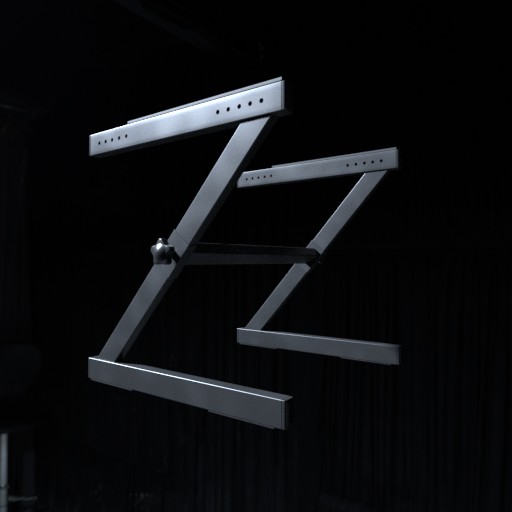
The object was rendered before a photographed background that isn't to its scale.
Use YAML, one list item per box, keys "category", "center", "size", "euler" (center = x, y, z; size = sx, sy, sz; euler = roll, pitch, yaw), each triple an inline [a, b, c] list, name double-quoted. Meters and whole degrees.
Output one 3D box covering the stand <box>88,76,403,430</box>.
- category: "stand"
  center: [0.000, 0.000, 1.188]
  size: [0.586, 0.617, 0.700]
  euler: [0, -1, 36]
